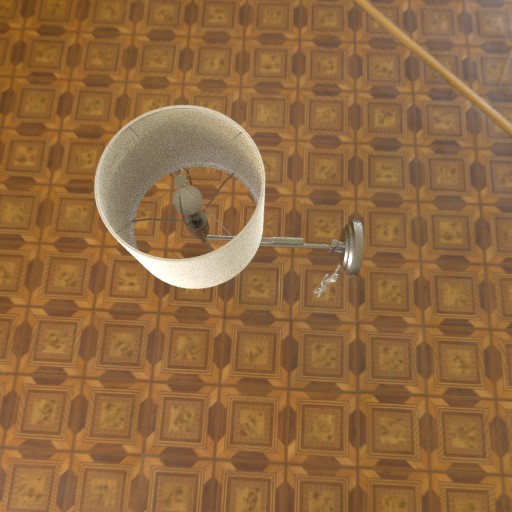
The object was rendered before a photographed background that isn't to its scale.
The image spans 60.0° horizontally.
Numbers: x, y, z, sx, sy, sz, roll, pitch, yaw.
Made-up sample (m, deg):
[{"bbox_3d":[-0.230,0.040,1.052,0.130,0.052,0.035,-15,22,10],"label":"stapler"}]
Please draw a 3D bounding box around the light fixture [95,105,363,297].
[{"bbox_3d":[0.000,0.000,1.060,0.479,0.842,0.253,2,75,1],"label":"light fixture"}]
